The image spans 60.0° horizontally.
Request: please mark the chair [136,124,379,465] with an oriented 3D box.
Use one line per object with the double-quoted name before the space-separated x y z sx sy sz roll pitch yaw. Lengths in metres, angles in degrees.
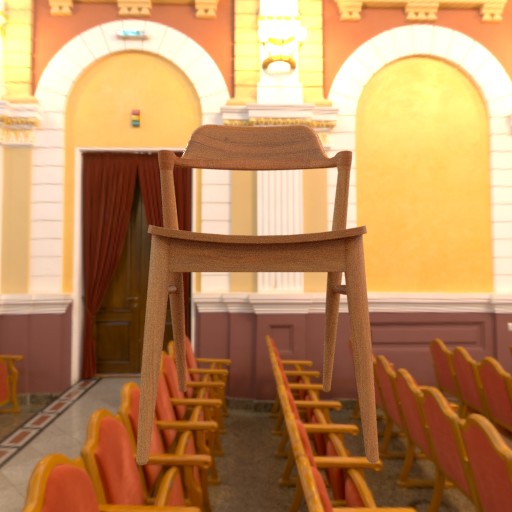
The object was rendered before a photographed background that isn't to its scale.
"chair" 0.000 0.000 1.085 0.512 0.792 0.499 0 -1 -1
